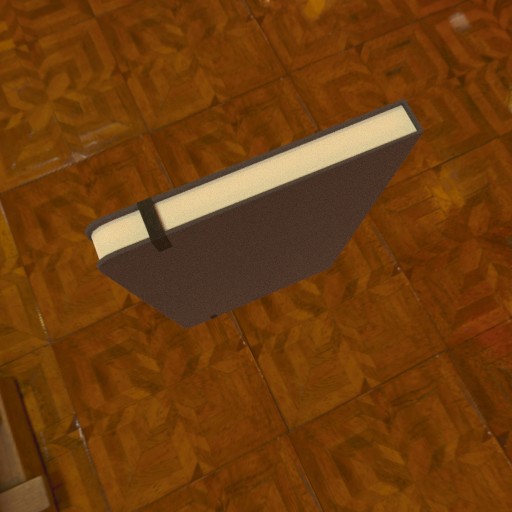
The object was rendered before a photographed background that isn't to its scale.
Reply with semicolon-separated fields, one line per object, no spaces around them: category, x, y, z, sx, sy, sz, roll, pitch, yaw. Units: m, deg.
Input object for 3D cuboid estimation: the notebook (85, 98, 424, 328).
notebook;0.000;0.000;0.259;0.127;0.213;0.016;-23;76;-6
